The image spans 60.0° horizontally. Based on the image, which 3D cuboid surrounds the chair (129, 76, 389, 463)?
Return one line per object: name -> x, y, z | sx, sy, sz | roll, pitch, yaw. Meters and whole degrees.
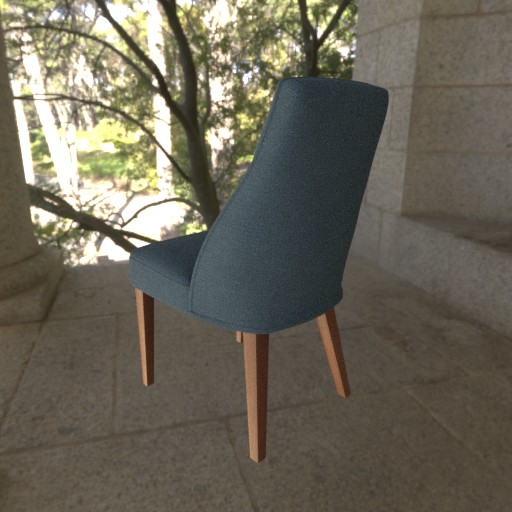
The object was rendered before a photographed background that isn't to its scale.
chair -> 0.000, 0.000, 1.293 | 0.620, 0.930, 0.500 | 16, 23, 42
